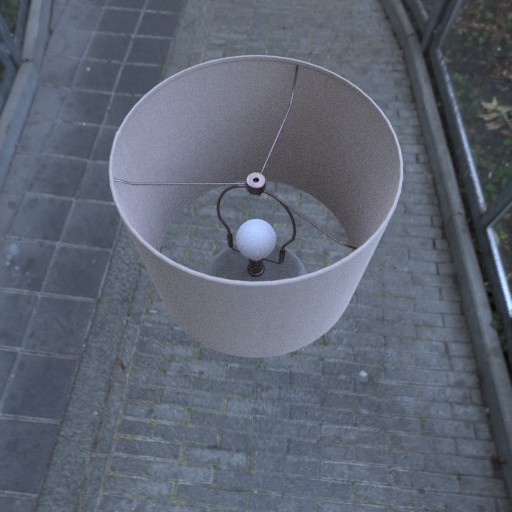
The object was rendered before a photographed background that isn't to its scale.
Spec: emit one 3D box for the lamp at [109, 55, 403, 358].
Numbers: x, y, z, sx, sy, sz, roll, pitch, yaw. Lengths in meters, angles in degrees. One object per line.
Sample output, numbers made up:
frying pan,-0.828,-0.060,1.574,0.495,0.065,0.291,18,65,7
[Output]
lamp,0.000,0.000,0.588,0.269,0.409,0.269,17,63,9
